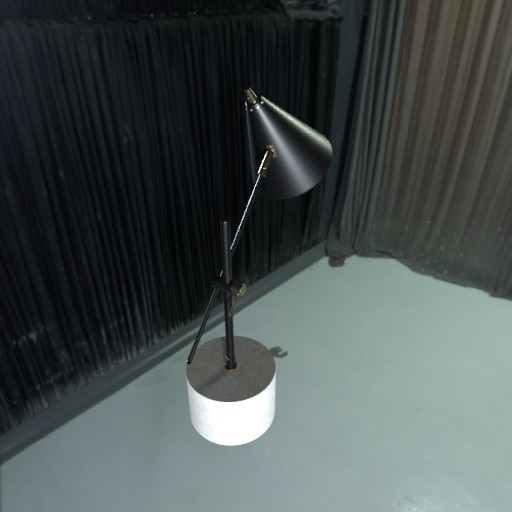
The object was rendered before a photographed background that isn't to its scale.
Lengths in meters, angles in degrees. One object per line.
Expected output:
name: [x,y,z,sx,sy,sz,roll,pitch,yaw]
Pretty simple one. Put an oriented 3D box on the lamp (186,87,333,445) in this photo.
lamp: [0.000,0.000,0.748,0.214,0.518,0.403,23,39,32]
